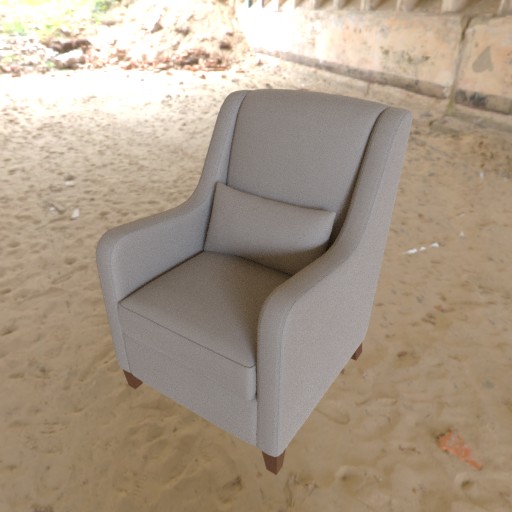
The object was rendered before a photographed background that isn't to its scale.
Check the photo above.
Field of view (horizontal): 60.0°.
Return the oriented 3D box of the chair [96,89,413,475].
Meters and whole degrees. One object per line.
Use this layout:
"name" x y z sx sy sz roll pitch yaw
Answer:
"chair" 0.000 0.000 1.583 0.715 1.010 0.863 19 35 29
